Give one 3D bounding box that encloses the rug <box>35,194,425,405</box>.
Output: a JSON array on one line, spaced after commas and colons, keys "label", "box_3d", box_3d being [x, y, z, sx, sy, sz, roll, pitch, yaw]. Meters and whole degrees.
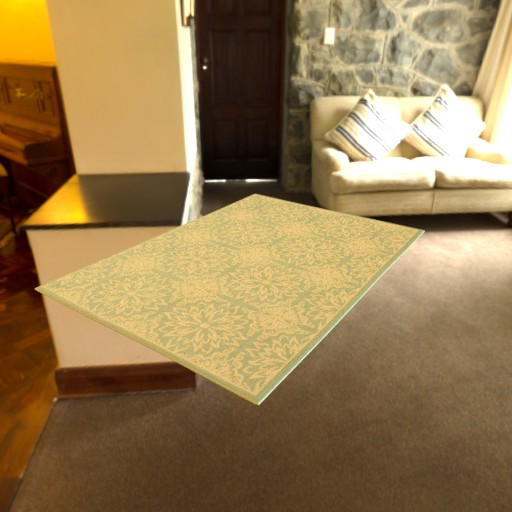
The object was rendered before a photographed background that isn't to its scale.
[{"label": "rug", "box_3d": [0.000, 0.000, 2.968, 1.589, 0.014, 2.205, 17, 30, 31]}]
